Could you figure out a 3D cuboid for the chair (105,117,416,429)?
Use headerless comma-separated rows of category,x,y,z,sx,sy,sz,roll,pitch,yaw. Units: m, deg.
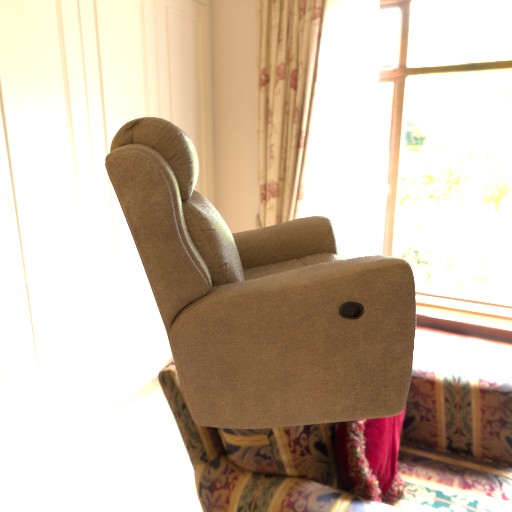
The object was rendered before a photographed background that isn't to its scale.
chair,0.000,0.000,1.912,1.068,1.116,0.965,-2,15,-9
